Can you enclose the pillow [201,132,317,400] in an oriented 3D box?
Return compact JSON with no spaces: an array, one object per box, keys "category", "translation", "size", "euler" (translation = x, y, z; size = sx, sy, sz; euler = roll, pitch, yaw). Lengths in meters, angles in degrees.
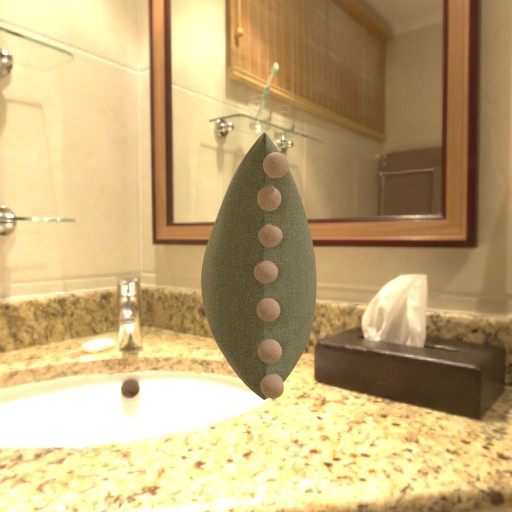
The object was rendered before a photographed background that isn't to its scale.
[{"category":"pillow","translation":[0.000,0.000,0.848],"size":[0.201,0.322,0.709],"euler":[0,3,-1]}]
